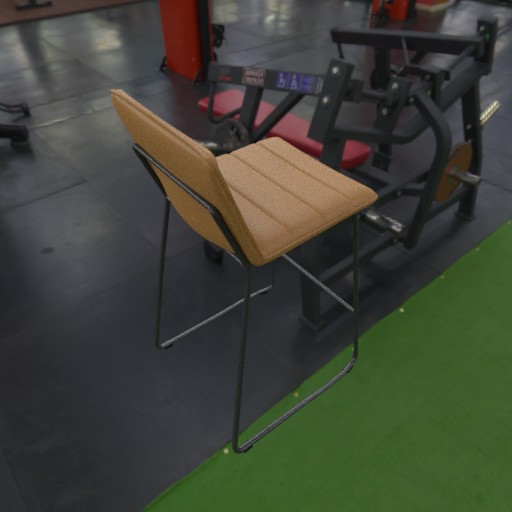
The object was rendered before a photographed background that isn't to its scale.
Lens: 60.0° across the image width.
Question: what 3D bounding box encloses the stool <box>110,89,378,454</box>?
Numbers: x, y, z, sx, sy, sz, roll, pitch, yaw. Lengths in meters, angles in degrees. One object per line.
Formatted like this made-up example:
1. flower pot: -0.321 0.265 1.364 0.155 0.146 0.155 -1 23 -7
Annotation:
1. stool: 0.000 0.000 1.226 0.524 0.936 0.489 -27 48 -27
